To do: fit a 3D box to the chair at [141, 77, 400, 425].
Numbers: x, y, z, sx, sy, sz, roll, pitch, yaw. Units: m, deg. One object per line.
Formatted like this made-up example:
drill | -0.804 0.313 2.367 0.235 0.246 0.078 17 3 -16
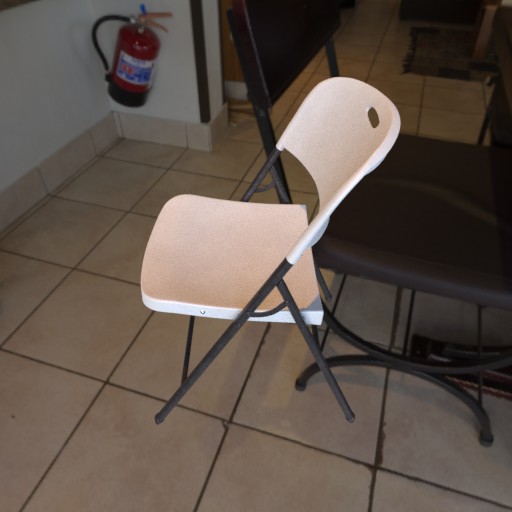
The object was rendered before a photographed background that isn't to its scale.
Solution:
chair | 0.000 0.000 1.153 0.566 0.810 0.494 0 41 0
